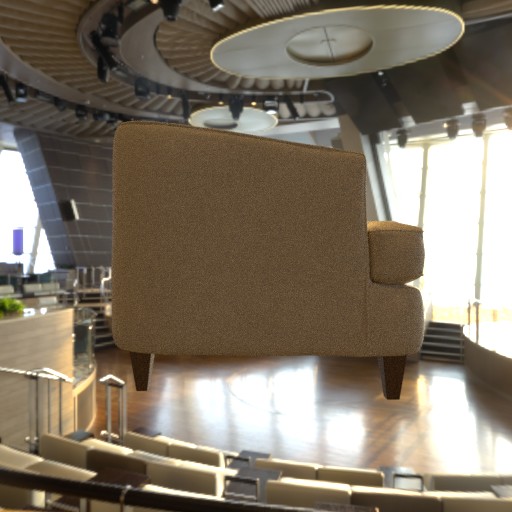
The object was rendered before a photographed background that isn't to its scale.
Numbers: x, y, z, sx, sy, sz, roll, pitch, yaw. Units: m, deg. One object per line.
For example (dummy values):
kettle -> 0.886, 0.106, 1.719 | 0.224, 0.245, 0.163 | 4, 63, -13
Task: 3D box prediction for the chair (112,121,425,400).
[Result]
chair -> 0.000, 0.000, 1.708 | 0.914, 0.787, 1.118 | 0, 0, -1
